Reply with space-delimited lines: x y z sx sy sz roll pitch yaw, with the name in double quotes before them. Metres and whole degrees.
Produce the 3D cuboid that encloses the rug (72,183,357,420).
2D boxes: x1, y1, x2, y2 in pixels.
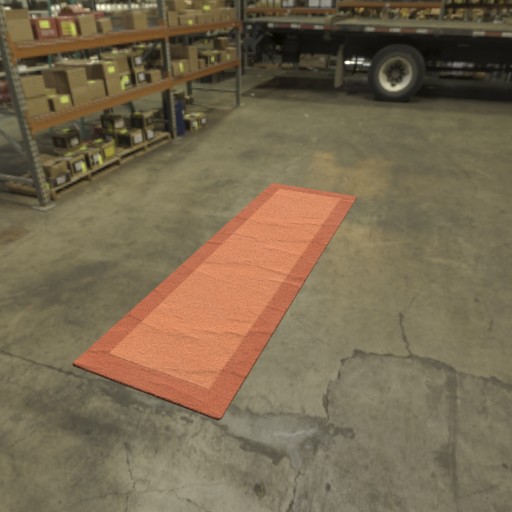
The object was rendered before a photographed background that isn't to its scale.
"rug" 0.000 0.000 2.825 0.914 0.013 2.471 11 32 17
